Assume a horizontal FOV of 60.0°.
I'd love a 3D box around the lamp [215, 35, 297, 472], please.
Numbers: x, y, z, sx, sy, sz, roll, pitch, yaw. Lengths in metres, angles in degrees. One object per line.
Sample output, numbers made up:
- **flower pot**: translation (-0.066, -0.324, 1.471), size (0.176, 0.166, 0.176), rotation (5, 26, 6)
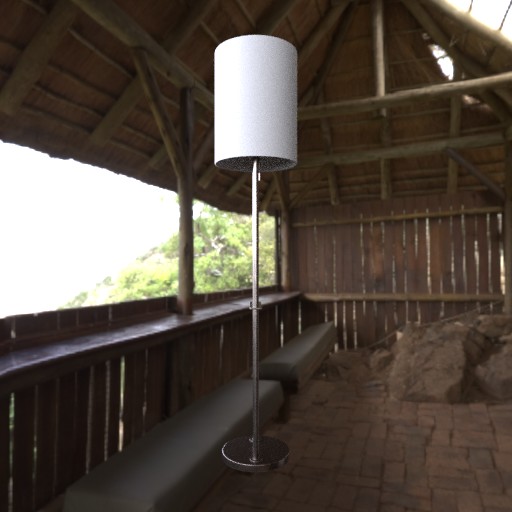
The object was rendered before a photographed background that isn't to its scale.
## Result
- **lamp**: translation (0.000, 0.000, 1.658), size (0.305, 1.500, 0.306), rotation (0, 0, -1)
